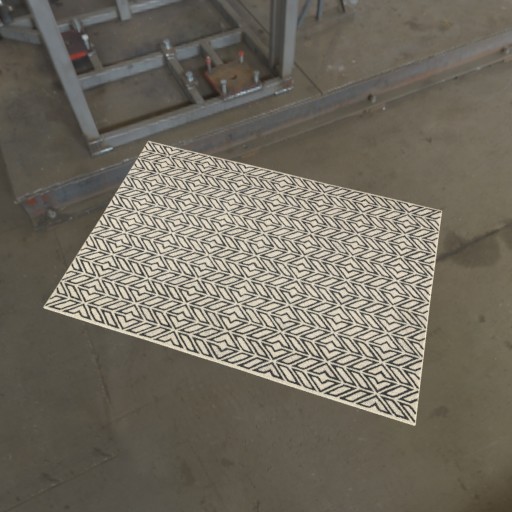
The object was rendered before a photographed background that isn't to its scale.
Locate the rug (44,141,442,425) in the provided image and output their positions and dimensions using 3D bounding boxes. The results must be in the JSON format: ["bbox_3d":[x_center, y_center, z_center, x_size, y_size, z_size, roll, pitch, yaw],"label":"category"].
[{"bbox_3d":[0.000,0.000,2.359,1.828,0.007,1.220,15,59,9],"label":"rug"}]
